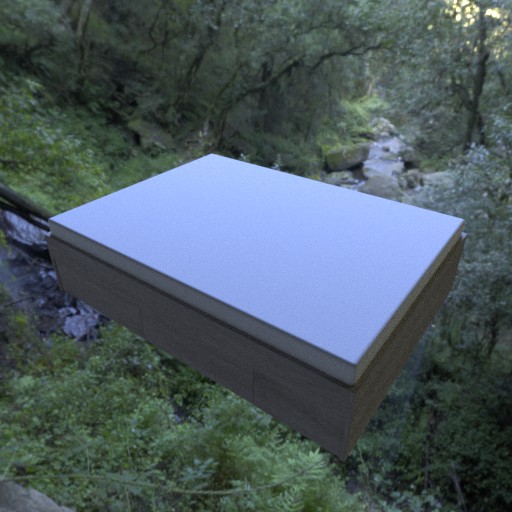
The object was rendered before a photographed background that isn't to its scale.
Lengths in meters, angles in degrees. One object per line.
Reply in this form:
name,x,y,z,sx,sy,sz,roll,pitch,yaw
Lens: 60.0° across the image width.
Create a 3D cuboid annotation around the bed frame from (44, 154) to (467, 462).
bed frame,0.000,0.000,2.616,1.944,0.490,1.448,21,38,30
